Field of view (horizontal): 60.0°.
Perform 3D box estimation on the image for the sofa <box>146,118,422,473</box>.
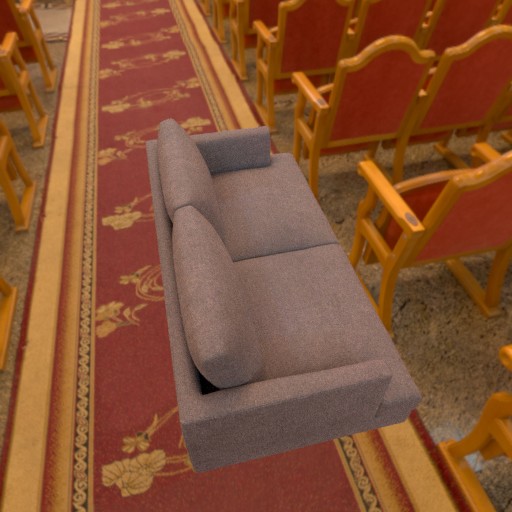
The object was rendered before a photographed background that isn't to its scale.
[{"bbox_3d":[0.000,0.000,2.455,1.020,0.868,1.948,-10,47,-9],"label":"sofa"}]
